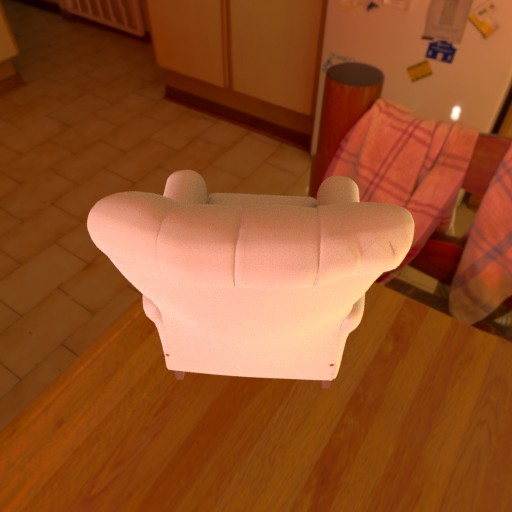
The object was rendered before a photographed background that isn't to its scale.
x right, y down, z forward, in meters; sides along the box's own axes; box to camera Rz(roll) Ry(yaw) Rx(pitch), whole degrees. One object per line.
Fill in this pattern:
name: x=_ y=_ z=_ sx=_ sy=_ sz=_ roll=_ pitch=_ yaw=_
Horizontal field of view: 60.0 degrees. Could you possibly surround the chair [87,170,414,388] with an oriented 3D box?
chair: x=0.000 y=0.000 z=2.072 sx=1.090 sy=1.217 sz=1.128 roll=3 pitch=48 yaw=2
